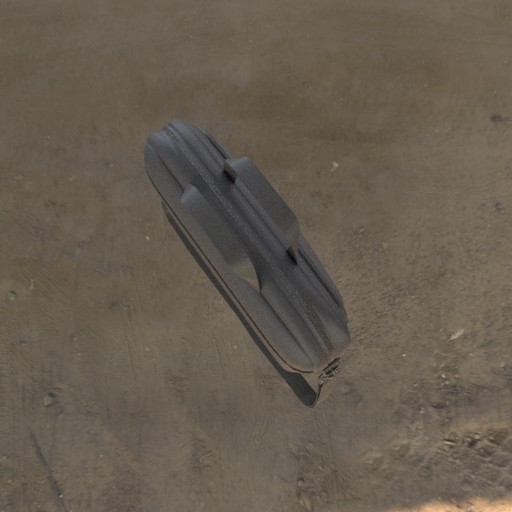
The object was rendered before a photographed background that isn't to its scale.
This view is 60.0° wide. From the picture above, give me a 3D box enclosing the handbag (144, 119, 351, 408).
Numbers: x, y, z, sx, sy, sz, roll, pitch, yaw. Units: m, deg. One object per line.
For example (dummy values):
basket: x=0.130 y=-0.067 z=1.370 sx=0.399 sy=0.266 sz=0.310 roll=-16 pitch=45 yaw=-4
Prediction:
handbag: x=0.000 y=0.000 z=0.595 sx=0.126 sy=0.330 sz=0.429 roll=-35 pitch=78 yaw=-9
